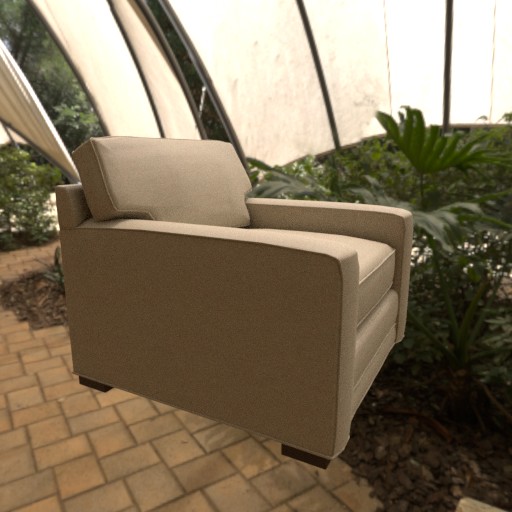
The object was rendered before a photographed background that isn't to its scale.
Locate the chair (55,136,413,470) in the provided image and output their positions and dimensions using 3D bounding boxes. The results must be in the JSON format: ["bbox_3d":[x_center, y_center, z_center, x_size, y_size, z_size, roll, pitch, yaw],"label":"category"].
[{"bbox_3d":[0.000,0.000,1.755,1.043,0.913,0.998,7,15,28],"label":"chair"}]
